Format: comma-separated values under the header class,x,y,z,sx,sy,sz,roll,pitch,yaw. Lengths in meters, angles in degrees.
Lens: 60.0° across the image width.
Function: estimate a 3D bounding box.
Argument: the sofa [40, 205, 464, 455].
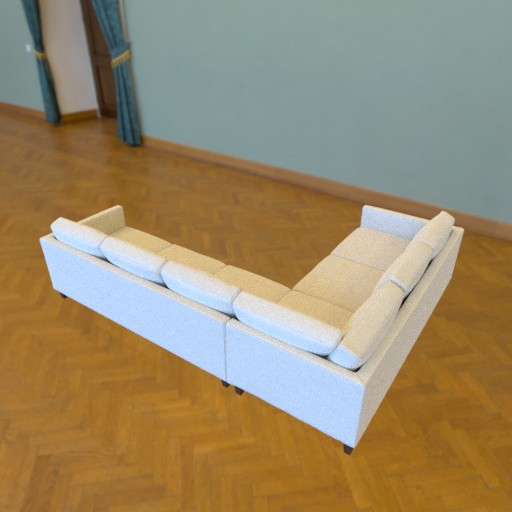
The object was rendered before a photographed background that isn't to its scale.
class,x,y,z,sx,sy,sz,roll,pitch,yaw
sofa,0.000,0.000,4.271,3.182,0.863,2.432,19,36,29
